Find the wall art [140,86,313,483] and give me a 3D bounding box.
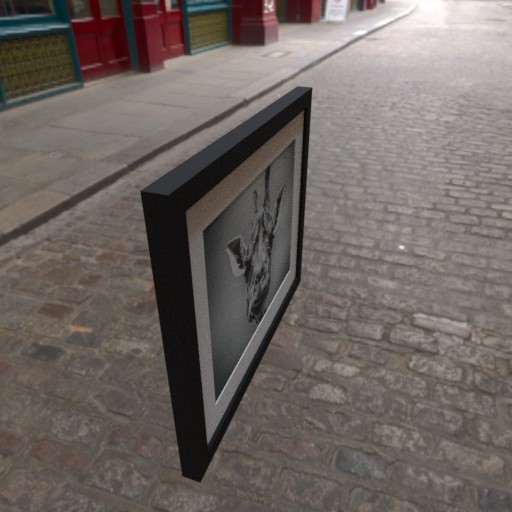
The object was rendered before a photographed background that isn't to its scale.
[{"bbox_3d":[0.000,0.000,0.762,0.031,0.457,0.558,11,33,17],"label":"wall art"}]
